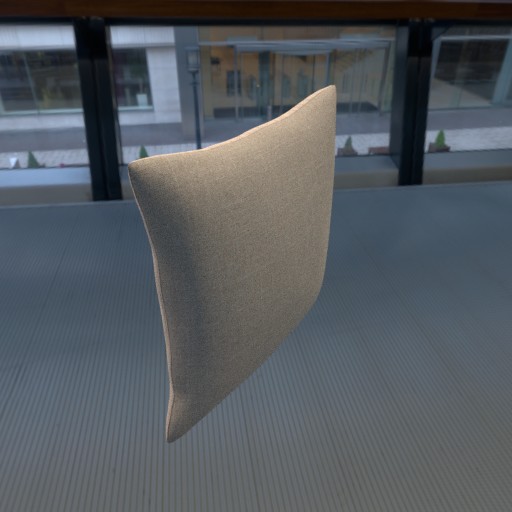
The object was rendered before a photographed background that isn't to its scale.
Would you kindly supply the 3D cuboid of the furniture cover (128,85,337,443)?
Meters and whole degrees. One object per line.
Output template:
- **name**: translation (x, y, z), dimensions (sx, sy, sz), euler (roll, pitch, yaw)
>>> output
- **furniture cover**: translation (0.000, 0.000, 0.800), dimensions (0.178, 0.506, 0.512), euler (21, 38, 29)
